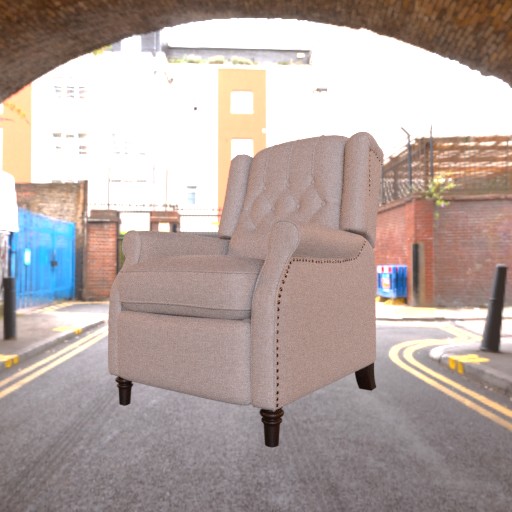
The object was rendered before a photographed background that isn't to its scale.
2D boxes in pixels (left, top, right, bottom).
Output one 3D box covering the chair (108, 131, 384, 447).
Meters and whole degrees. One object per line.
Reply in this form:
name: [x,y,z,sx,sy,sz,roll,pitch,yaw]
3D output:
chair: [0.000,0.000,1.654,0.742,1.035,0.902,-1,-2,35]
